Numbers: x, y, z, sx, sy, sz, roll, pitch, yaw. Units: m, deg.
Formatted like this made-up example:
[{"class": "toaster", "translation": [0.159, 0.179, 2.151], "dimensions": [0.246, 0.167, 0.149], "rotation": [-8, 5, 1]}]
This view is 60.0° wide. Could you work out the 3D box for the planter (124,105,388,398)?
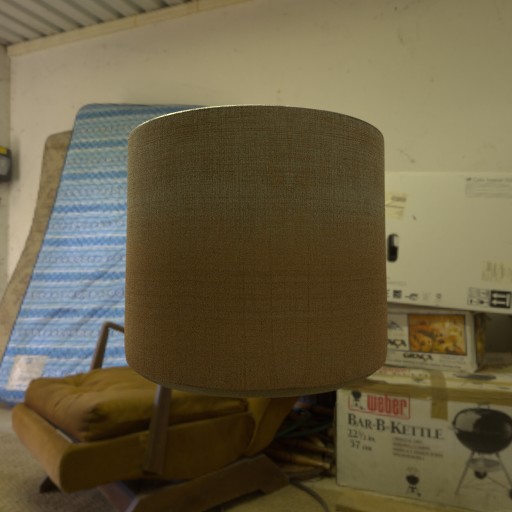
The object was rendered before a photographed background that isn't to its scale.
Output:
[{"class": "planter", "translation": [0.000, 0.000, 0.446], "dimensions": [0.254, 0.221, 0.254], "rotation": [0, -1, 0]}]
